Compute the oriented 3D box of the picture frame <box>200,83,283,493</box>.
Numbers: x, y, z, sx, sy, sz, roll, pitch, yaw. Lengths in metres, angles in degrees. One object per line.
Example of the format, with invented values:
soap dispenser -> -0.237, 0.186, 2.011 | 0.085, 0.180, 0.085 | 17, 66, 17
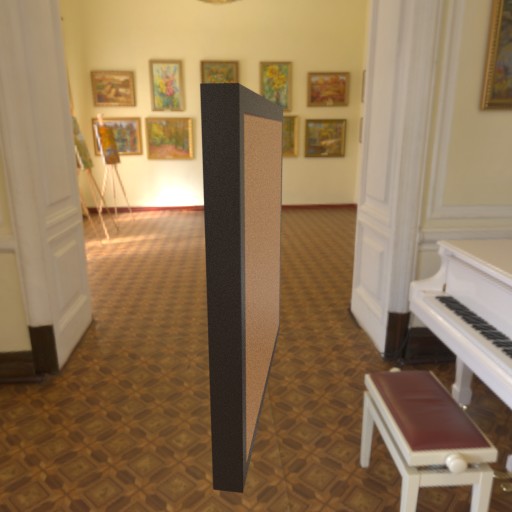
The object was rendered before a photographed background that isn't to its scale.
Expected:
picture frame -> 0.000, 0.000, 0.531 | 0.029, 0.353, 0.355 | 2, 16, 8
